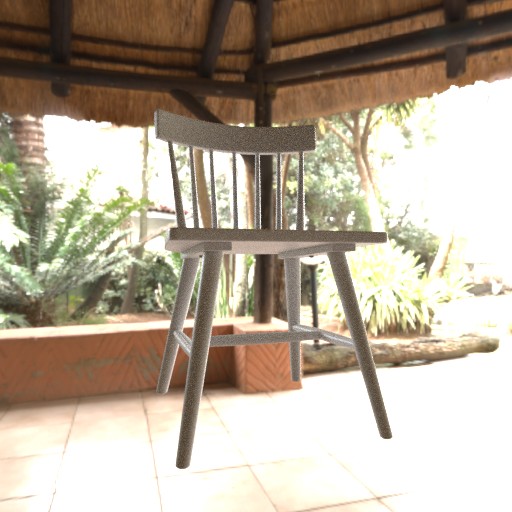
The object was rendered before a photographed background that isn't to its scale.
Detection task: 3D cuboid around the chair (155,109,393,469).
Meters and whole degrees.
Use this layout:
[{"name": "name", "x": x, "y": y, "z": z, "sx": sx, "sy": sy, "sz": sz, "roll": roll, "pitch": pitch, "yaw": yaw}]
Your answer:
[{"name": "chair", "x": 0.000, "y": 0.000, "z": 1.114, "sx": 0.483, "sy": 0.787, "sz": 0.500, "roll": 0, "pitch": 0, "yaw": -18}]
